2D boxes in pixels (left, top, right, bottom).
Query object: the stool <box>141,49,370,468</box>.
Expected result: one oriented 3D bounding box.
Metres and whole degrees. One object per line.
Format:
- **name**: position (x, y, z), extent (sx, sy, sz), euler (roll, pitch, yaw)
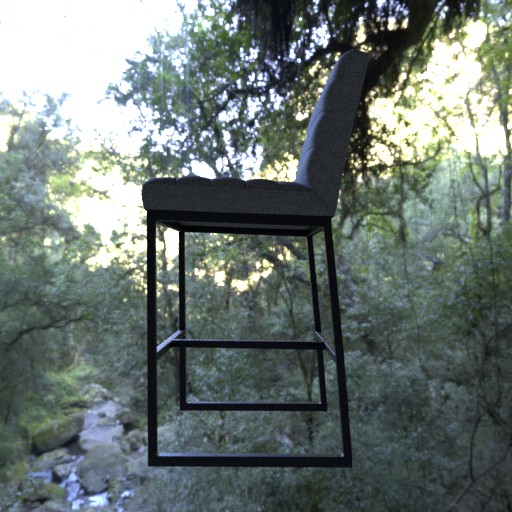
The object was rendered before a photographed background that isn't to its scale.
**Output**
- **stool**: position (0.000, 0.000, 1.303), extent (0.571, 1.034, 0.459), euler (0, -1, 1)
